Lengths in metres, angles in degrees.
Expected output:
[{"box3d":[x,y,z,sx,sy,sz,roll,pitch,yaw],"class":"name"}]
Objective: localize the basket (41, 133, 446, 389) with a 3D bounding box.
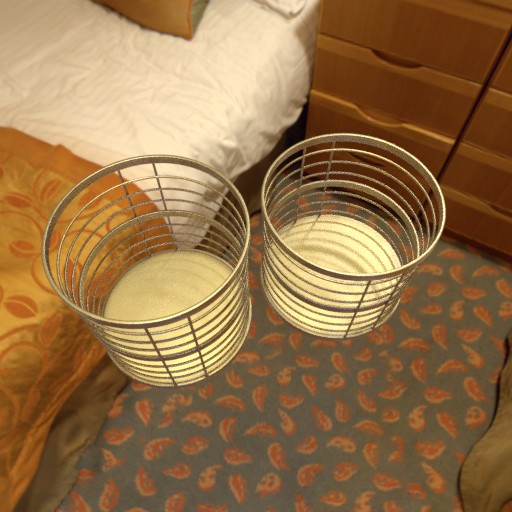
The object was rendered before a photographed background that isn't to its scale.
[{"box3d":[0.000,0.000,0.941,0.746,0.351,0.356,-14,59,-9],"class":"basket"}]
